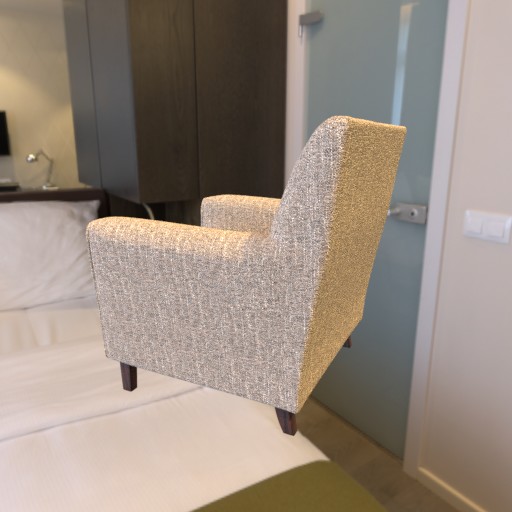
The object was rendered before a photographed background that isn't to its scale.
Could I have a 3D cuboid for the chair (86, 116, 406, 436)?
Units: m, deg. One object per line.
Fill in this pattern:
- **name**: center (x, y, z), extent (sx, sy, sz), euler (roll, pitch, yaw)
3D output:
- **chair**: center (0.000, 0.000, 1.629), extent (0.873, 0.928, 0.864), euler (7, 16, 25)
